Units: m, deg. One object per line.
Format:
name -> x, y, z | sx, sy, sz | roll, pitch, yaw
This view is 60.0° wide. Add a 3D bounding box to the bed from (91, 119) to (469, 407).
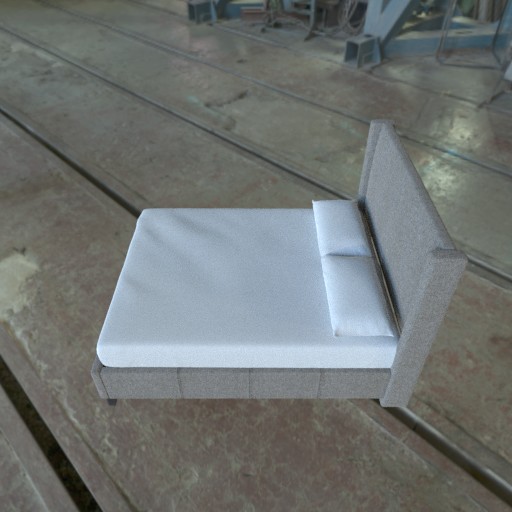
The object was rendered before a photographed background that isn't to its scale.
bed -> 0.000, 0.000, 3.432 | 2.245, 1.481, 1.714 | 0, 41, 0
